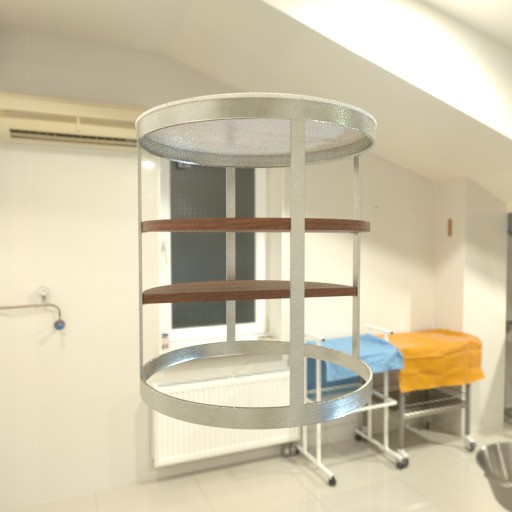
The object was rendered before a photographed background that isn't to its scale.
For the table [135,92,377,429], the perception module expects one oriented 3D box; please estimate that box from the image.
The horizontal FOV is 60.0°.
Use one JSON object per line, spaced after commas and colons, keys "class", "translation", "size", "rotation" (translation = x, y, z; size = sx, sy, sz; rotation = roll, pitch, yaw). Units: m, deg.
{"class": "table", "translation": [0.000, 0.000, 0.783], "size": [0.407, 0.447, 0.407], "rotation": [0, 2, 0]}
